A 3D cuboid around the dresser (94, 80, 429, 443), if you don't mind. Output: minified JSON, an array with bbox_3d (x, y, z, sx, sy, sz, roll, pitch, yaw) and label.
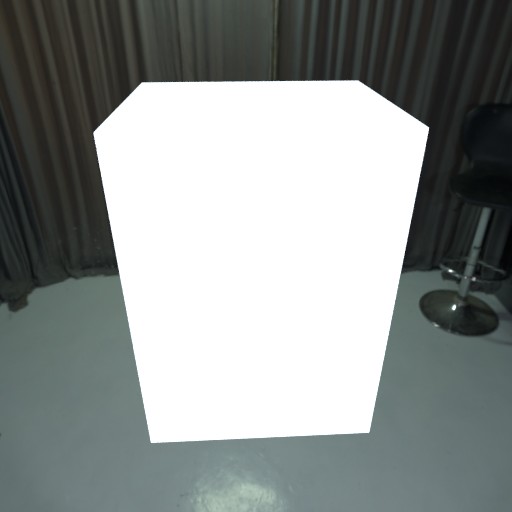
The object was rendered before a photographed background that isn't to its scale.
[{"bbox_3d":[0.000,0.000,0.823,0.400,0.560,0.360,-2,31,-3],"label":"dresser"}]
